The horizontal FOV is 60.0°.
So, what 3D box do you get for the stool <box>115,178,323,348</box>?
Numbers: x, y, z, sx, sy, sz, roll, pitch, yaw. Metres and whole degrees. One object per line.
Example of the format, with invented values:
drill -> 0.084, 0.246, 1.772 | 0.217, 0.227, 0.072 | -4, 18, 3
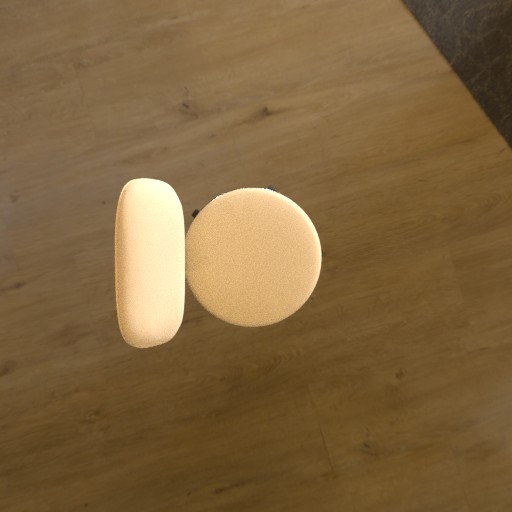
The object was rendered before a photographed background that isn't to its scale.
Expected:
stool -> 0.000, 0.000, 1.480 | 0.616, 1.080, 0.609 | 0, 91, -1
